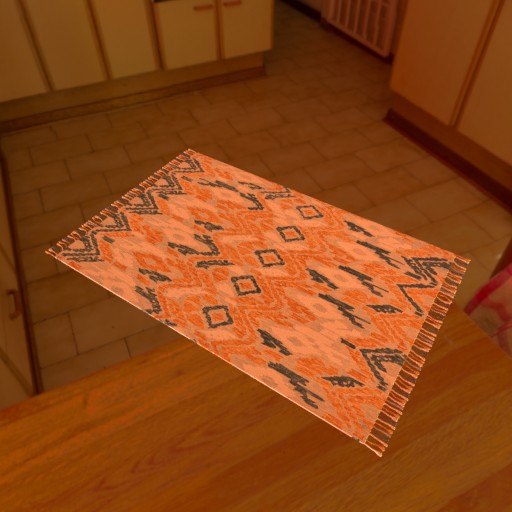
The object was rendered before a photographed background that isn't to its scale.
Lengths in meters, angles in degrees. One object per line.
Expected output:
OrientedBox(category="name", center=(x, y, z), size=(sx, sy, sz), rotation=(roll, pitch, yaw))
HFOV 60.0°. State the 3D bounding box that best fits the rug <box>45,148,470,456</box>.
OrientedBox(category="rug", center=(0.000, 0.000, 2.977), size=(2.428, 0.010, 1.533), rotation=(26, 51, 23))
